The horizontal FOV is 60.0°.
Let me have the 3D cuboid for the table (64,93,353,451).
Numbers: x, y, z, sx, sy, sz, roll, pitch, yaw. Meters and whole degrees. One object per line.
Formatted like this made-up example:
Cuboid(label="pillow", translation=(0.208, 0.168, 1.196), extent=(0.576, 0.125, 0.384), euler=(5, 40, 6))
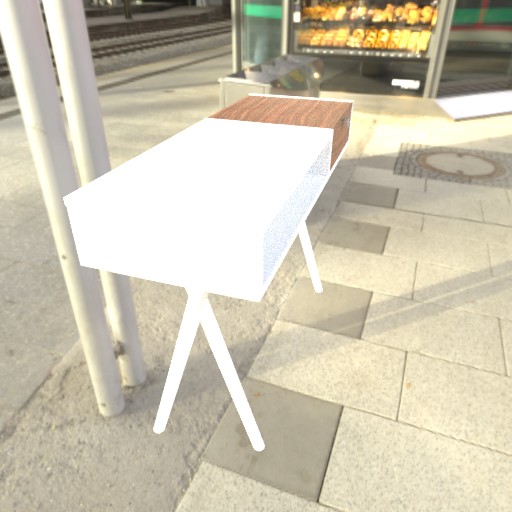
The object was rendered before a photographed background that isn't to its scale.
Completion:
Cuboid(label="table", translation=(0.000, 0.000, 1.429), extent=(0.418, 0.785, 1.066), euler=(10, 32, 16))
